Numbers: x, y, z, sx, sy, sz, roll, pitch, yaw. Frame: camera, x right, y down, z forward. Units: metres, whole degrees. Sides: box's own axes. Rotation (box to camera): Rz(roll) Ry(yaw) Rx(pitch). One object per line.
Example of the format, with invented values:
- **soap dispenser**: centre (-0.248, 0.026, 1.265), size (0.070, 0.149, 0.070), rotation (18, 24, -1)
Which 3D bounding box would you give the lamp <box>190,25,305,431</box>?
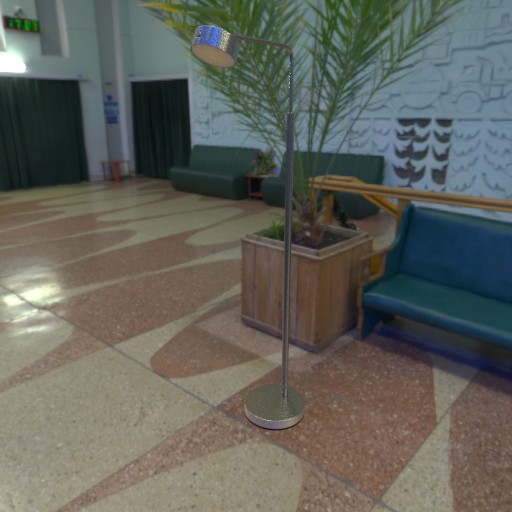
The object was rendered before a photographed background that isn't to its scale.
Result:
- **lamp**: centre (0.000, 0.000, 1.389), size (0.222, 1.250, 0.421), rotation (16, 23, 41)
